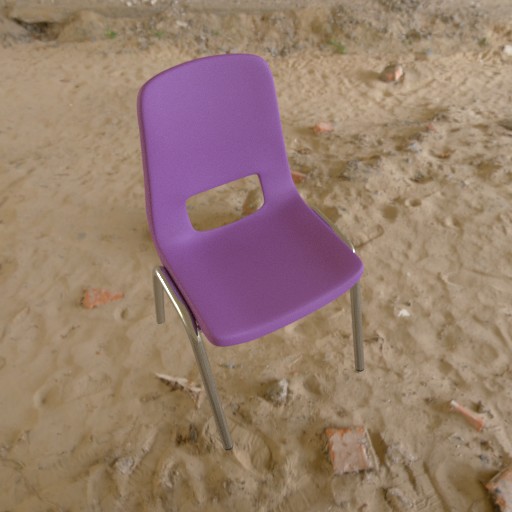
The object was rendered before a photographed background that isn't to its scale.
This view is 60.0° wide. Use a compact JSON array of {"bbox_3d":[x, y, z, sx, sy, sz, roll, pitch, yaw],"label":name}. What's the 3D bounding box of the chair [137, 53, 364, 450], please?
[{"bbox_3d":[0.000,0.000,0.674,0.291,0.493,0.301,-23,51,-21],"label":"chair"}]
